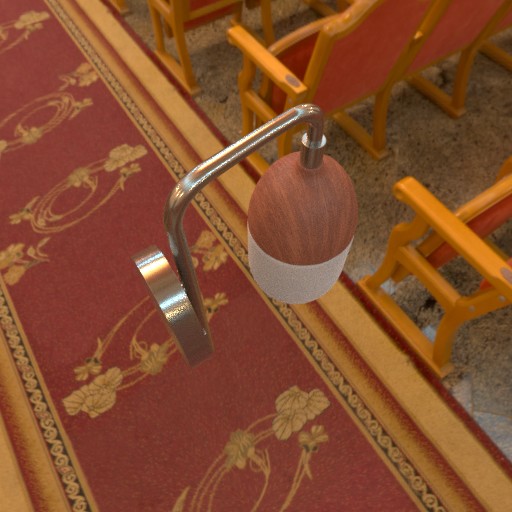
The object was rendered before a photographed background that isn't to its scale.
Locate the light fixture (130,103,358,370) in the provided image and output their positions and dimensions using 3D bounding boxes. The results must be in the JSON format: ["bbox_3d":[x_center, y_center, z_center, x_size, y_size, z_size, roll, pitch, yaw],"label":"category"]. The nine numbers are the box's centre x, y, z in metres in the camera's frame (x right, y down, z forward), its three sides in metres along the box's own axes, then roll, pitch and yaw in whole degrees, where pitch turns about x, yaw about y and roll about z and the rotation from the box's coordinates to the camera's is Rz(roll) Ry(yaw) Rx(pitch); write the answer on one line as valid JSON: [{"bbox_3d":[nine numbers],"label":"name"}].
[{"bbox_3d":[0.000,0.000,0.444,0.216,0.343,0.108,-29,64,-16],"label":"light fixture"}]
